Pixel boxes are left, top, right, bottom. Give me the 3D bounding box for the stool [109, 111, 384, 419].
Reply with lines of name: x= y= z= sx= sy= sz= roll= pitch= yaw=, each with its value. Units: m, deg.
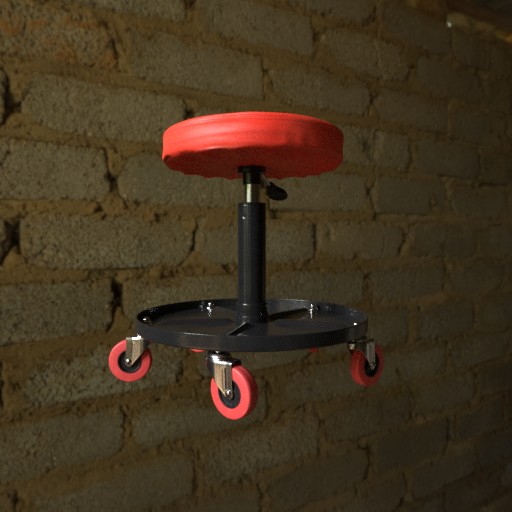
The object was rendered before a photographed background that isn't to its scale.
stool: x=0.000 y=0.000 z=0.685 sx=0.381 sy=0.365 sz=0.382 roll=1 pitch=2 yaw=20
